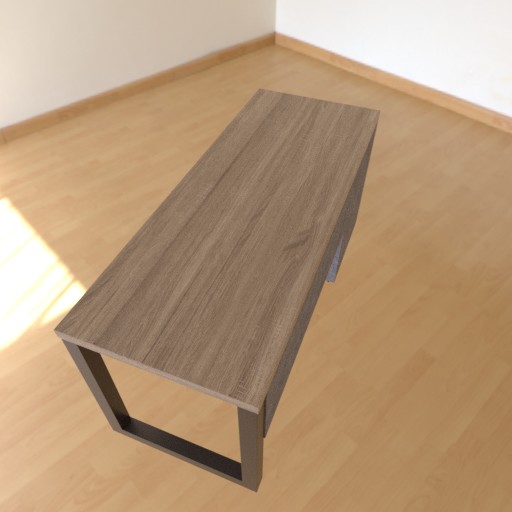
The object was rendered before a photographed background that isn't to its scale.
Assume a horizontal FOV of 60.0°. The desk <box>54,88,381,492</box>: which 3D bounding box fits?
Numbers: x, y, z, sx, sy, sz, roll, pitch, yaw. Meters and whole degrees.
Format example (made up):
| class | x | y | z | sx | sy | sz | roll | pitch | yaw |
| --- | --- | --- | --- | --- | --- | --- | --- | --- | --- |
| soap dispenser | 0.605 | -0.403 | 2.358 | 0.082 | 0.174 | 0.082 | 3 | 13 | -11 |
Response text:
| class | x | y | z | sx | sy | sz | roll | pitch | yaw |
| --- | --- | --- | --- | --- | --- | --- | --- | --- | --- |
| desk | 0.000 | 0.000 | 2.074 | 0.690 | 0.760 | 1.700 | 16 | 48 | 15 |
